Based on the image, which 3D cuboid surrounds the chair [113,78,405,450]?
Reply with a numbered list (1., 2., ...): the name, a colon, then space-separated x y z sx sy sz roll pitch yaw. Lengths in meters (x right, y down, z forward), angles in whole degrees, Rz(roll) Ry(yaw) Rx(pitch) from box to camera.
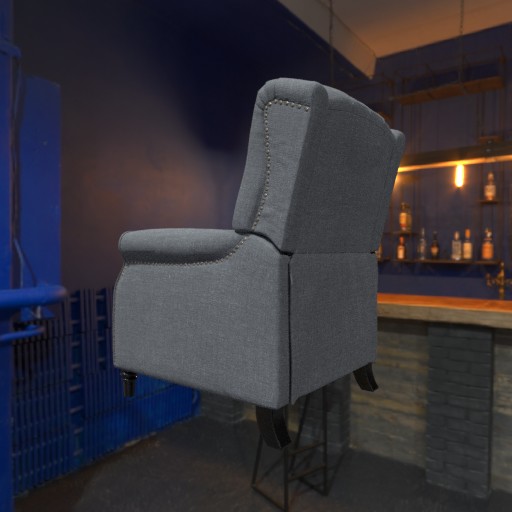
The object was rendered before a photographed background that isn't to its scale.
1. chair: 0.000 0.000 1.645 0.898 1.035 0.742 1 1 38
